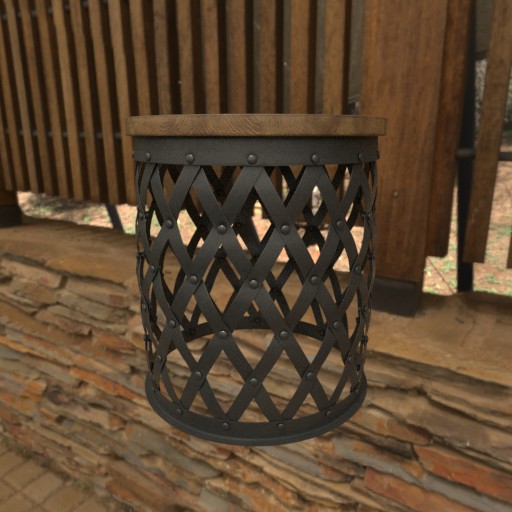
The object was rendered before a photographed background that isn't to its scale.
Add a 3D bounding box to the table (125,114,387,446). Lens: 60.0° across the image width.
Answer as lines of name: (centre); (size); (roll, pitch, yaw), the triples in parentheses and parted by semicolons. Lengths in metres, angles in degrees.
table: (0.000, 0.000, 0.770); (0.405, 0.454, 0.405); (0, 15, 0)
